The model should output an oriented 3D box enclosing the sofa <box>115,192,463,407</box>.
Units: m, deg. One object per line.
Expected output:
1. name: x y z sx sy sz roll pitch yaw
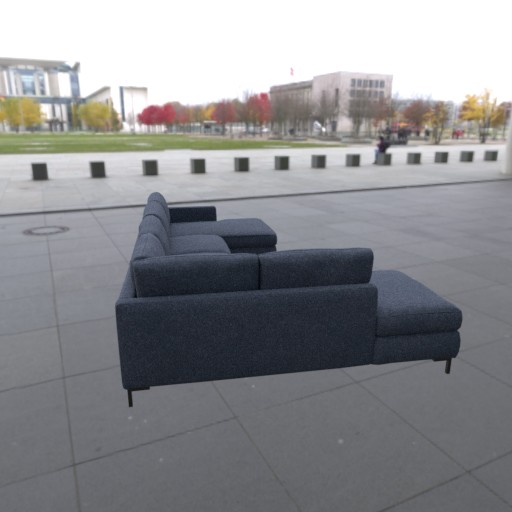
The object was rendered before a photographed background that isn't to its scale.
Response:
1. sofa: 0.000 0.000 3.843 2.007 0.813 2.956 -3 16 -10
